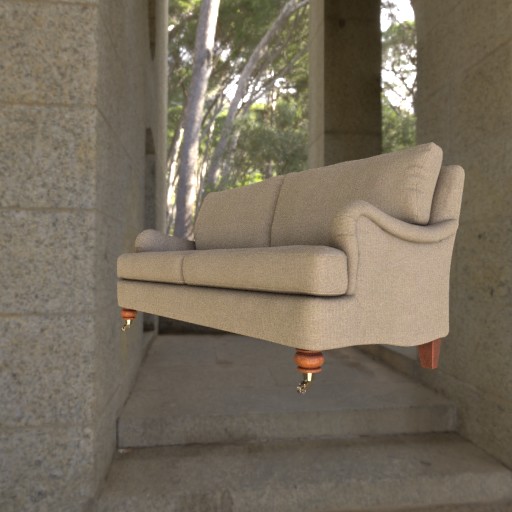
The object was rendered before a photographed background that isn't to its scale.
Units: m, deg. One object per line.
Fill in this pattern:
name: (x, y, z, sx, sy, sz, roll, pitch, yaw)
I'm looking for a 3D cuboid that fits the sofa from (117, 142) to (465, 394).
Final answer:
sofa: (0.000, 0.000, 2.767, 1.069, 1.096, 2.193, 1, -1, -37)
